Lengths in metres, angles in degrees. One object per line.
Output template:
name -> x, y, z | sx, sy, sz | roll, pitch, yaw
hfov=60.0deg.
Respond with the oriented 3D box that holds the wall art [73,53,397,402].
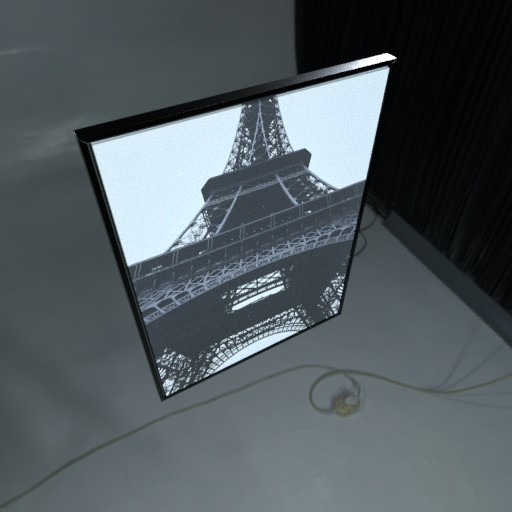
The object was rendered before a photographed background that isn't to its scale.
wall art -> 0.000, 0.000, 1.376 | 0.805, 1.062, 0.040 | -22, 49, -20
